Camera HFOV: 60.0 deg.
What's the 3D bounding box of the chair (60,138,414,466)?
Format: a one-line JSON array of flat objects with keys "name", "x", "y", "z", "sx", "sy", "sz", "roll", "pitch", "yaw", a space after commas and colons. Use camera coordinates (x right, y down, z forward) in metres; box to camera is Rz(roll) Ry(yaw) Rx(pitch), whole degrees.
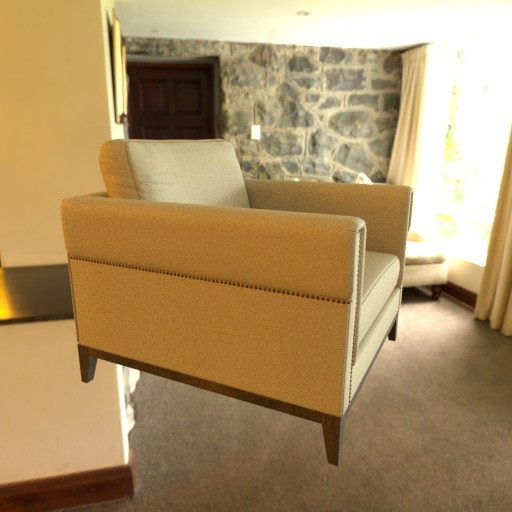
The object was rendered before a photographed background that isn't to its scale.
[{"name": "chair", "x": 0.000, "y": 0.000, "z": 1.637, "sx": 0.959, "sy": 0.838, "sz": 0.914, "roll": 7, "pitch": 16, "yaw": 26}]
